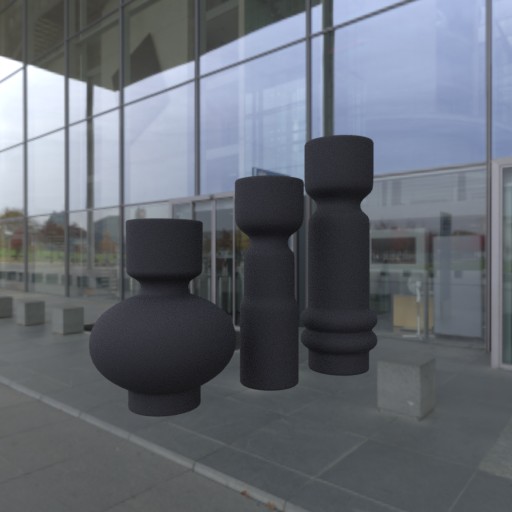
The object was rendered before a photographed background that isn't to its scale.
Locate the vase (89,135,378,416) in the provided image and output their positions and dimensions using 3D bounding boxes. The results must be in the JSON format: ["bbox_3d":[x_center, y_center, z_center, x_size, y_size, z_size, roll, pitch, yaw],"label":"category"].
[{"bbox_3d":[0.000,0.000,0.426,0.307,0.249,0.120,0,0,-35],"label":"vase"}]
